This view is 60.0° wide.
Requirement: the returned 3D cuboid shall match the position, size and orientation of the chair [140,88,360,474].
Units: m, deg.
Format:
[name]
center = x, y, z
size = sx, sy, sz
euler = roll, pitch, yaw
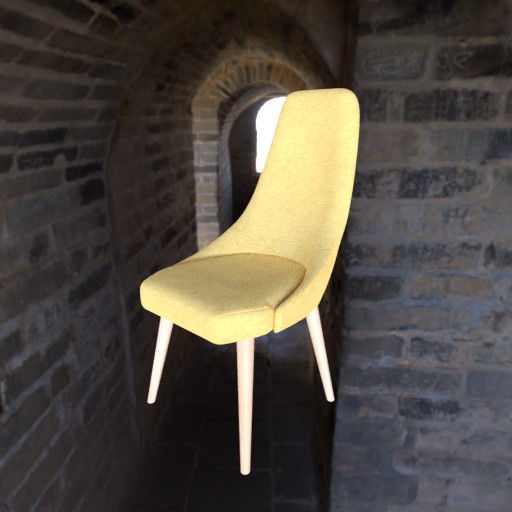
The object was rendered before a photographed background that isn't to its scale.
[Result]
[chair]
center = 0.000, 0.000, 1.432
size = 0.510, 1.040, 0.660
euler = 15, 22, 42
